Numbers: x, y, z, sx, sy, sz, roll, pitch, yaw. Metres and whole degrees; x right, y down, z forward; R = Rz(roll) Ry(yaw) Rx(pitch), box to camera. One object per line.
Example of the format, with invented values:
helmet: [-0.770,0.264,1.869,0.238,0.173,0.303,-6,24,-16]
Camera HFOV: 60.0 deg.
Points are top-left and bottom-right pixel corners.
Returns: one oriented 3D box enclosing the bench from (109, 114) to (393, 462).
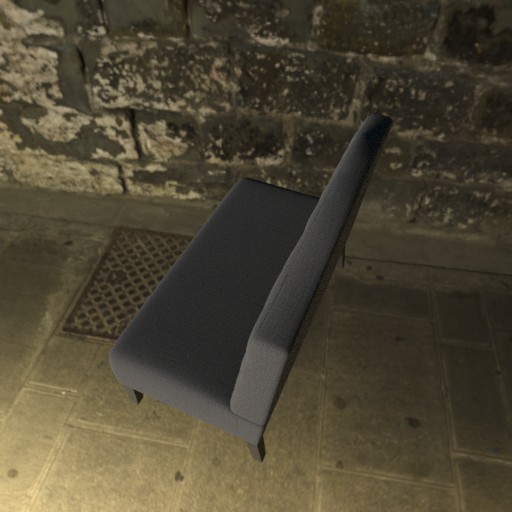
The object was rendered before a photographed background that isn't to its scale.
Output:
bench: [0.000,0.000,2.041,0.815,1.180,1.335,18,50,16]
